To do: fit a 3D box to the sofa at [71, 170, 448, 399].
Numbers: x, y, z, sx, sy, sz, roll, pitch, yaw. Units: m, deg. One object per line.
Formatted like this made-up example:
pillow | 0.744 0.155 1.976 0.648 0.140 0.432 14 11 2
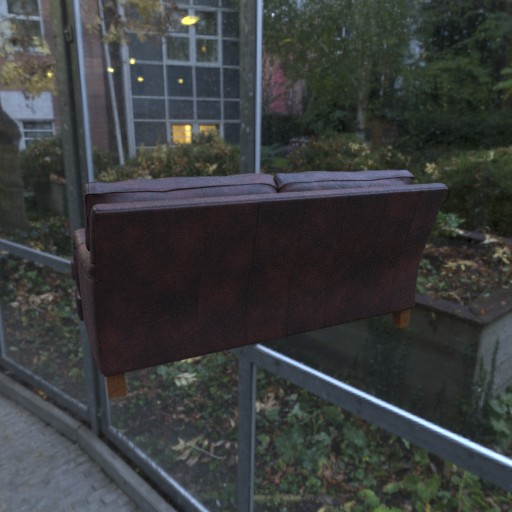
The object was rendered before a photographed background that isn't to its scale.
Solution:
sofa | 0.000 0.000 2.828 2.144 1.071 1.147 -7 17 -25
